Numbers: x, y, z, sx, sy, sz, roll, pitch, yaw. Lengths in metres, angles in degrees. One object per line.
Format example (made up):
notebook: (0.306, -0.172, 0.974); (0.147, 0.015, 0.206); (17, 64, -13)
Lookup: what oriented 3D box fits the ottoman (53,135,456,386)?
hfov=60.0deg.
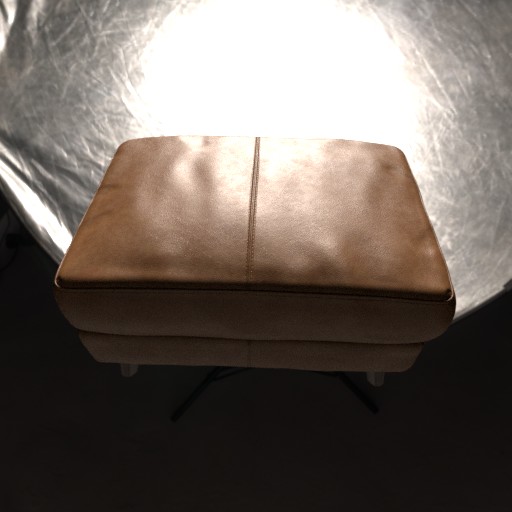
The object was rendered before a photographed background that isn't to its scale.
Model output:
ottoman: (0.000, 0.000, 1.218); (0.869, 0.461, 0.630); (2, 45, 2)
